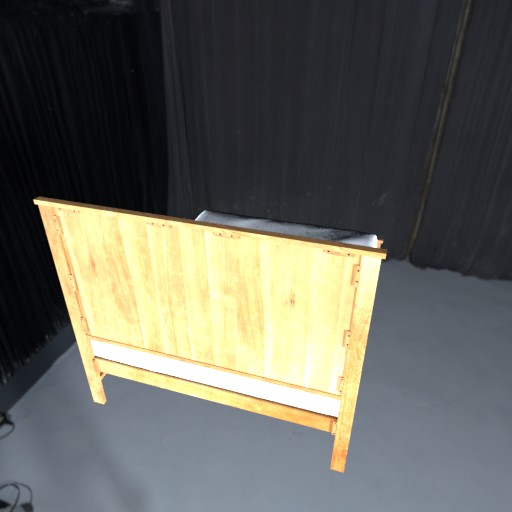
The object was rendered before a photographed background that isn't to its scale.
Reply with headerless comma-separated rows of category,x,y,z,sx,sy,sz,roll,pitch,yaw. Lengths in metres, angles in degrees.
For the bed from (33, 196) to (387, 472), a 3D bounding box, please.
bed,0.000,0.000,3.588,1.936,1.686,2.201,10,33,15
